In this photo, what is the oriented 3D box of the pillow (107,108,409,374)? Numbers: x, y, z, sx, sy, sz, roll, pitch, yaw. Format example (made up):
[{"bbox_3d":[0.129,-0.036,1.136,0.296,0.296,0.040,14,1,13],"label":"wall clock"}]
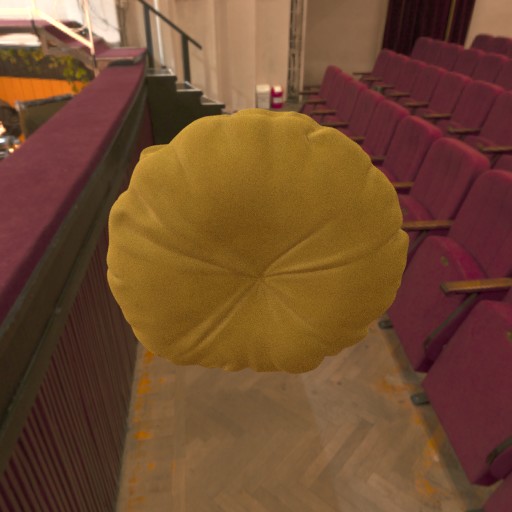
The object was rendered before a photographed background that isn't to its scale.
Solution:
[{"bbox_3d":[0.000,0.000,0.636,0.428,0.407,0.148,-1,30,-2],"label":"pillow"}]
